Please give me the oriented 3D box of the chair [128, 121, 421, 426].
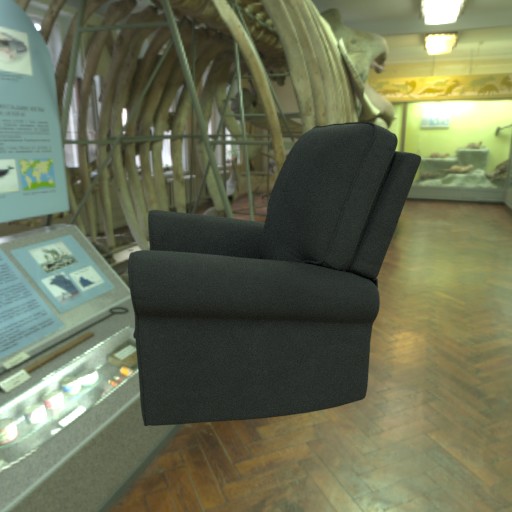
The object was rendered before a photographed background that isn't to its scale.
[{"bbox_3d":[0.000,0.000,1.671,0.878,0.961,0.890,-2,15,-9],"label":"chair"}]
